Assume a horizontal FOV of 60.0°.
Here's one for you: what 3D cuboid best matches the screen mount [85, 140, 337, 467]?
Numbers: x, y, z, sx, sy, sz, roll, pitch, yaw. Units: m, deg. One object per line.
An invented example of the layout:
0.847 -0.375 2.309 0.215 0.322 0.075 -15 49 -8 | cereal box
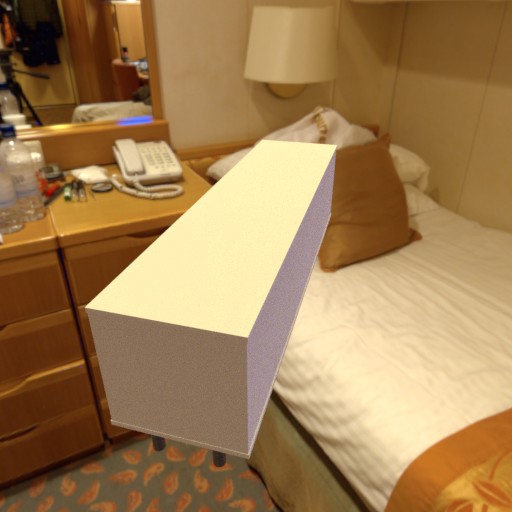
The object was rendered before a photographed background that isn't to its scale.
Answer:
0.000 0.000 1.794 0.418 0.520 1.600 8 30 14 | screen mount
